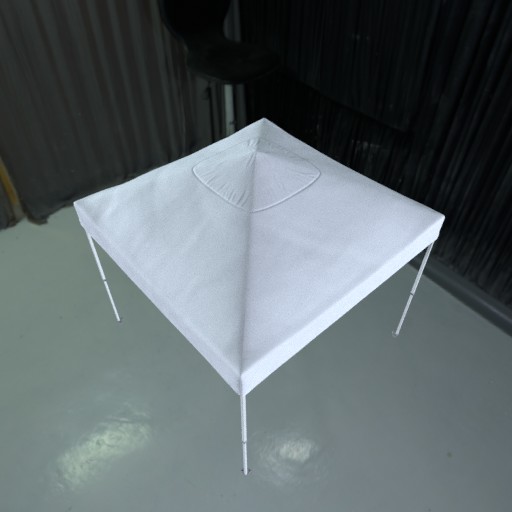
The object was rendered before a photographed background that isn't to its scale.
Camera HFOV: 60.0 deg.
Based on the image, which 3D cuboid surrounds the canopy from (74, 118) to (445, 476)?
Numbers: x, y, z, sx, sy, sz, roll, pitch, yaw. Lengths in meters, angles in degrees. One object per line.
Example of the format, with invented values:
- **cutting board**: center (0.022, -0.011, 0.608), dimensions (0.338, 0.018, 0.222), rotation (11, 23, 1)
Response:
- **canopy**: center (0.000, 0.000, 5.520), dimensions (2.996, 2.997, 2.998), rotation (-32, 53, -28)
